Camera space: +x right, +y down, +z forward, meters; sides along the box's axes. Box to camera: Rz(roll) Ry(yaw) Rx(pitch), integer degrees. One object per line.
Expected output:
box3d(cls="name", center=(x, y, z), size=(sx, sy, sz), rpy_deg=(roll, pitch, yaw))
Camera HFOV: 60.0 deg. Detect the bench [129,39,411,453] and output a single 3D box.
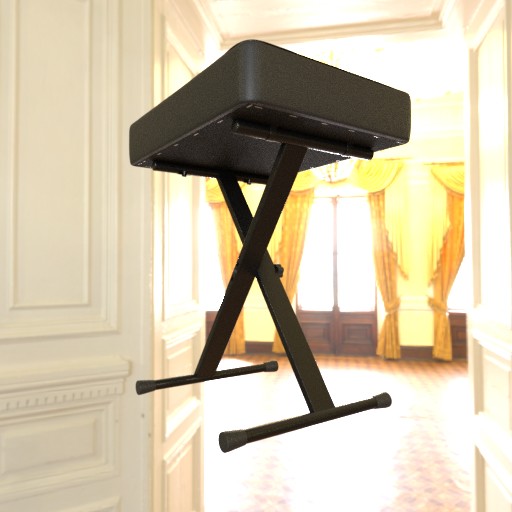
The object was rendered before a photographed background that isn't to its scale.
box3d(cls="bench", center=(0.000, 0.000, 0.772), size=(0.321, 0.500, 0.424), rpy_deg=(1, -2, -35))
